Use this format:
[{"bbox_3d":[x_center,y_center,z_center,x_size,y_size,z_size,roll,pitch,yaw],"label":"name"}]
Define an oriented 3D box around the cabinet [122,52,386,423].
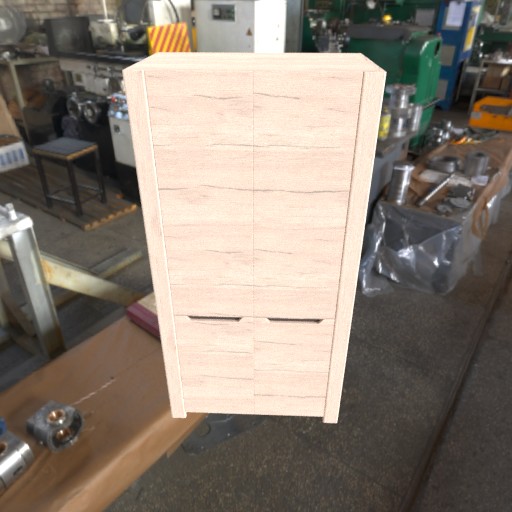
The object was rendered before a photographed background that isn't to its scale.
[{"bbox_3d":[0.000,0.000,2.376,0.980,1.930,0.580,1,31,2],"label":"cabinet"}]
